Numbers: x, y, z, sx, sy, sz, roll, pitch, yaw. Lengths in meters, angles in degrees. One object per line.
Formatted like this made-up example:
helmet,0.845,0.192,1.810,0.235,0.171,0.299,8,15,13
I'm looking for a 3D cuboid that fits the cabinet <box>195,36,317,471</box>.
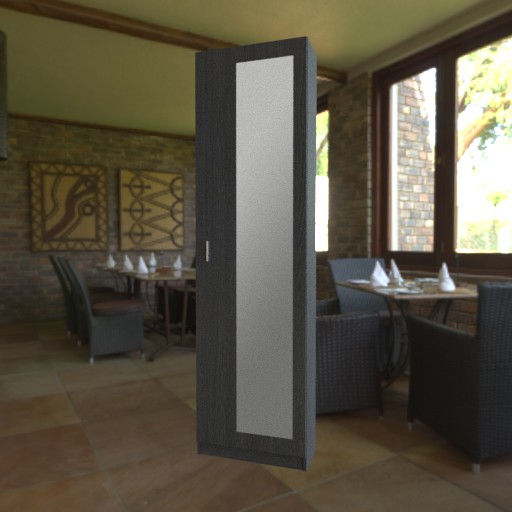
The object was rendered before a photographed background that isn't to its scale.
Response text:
cabinet,0.000,0.000,1.986,0.500,1.790,0.230,0,2,18
